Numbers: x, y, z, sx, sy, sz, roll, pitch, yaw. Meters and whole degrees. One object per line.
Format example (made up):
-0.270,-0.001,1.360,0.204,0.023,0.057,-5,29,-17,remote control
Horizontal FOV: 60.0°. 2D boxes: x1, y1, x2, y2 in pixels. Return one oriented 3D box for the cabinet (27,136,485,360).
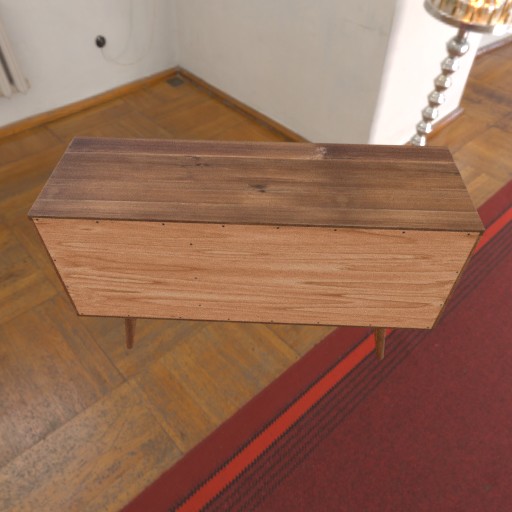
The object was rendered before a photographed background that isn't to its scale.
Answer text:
0.000,0.000,1.803,1.400,0.800,0.472,2,47,2,cabinet
